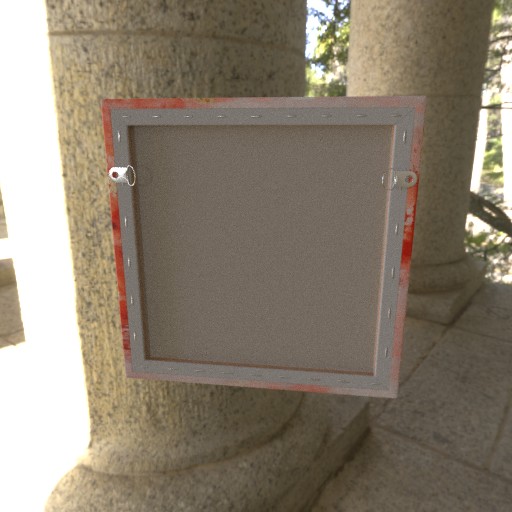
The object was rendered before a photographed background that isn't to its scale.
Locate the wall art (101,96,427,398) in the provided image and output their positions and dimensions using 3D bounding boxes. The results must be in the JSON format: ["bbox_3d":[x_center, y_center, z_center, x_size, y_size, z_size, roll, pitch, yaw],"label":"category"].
[{"bbox_3d":[0.000,0.000,1.300,0.878,0.878,0.066,2,16,8],"label":"wall art"}]
